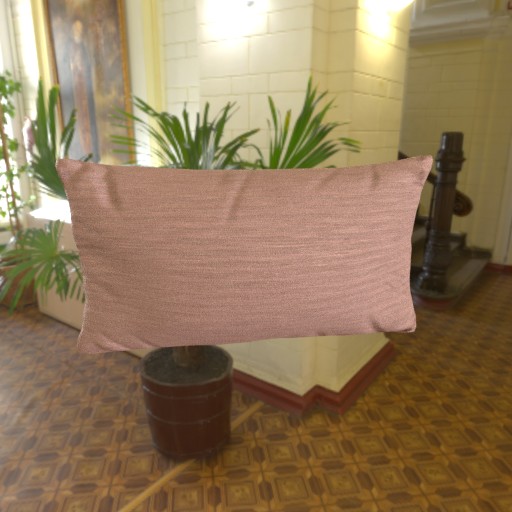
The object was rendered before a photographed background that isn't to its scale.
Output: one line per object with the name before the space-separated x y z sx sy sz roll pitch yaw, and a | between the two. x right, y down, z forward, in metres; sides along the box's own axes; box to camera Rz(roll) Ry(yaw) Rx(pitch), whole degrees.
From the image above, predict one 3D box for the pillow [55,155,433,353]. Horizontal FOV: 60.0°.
pillow | 0.000 0.000 0.773 0.633 0.338 0.210 -2 16 -8
